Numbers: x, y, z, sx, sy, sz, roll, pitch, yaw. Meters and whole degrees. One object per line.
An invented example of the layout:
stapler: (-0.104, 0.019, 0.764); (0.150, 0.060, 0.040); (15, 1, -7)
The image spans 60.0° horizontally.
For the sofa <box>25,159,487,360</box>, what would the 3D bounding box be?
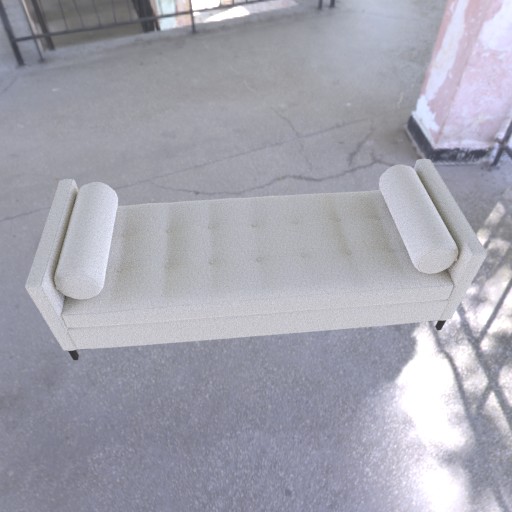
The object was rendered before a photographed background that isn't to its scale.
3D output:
sofa: (0.000, 0.000, 2.333); (1.985, 0.641, 0.746); (-4, 48, -4)
